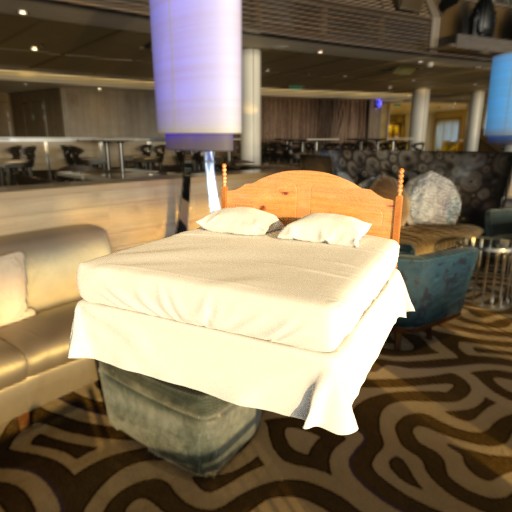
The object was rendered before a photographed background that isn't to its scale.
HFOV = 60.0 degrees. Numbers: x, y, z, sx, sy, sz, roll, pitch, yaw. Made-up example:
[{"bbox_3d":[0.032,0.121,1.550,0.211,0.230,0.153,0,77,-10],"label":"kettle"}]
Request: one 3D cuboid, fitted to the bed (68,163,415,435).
[{"bbox_3d":[0.000,0.000,3.644,2.322,1.355,2.219,7,16,26],"label":"bed"}]
